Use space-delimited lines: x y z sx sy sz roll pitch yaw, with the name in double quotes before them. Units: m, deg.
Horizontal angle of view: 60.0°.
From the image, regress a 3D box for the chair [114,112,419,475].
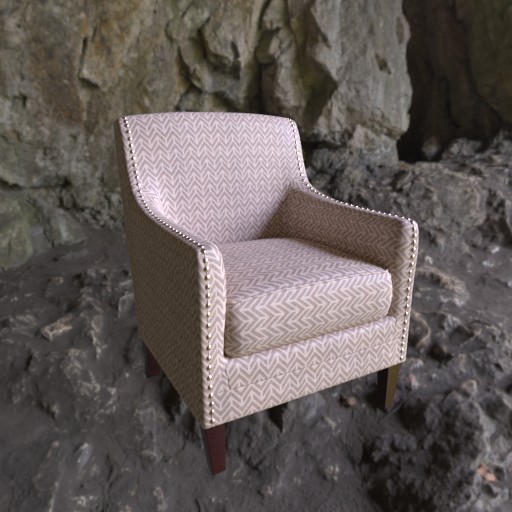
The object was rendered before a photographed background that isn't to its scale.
"chair" 0.000 0.000 1.296 0.623 0.816 0.651 -9 18 -28
